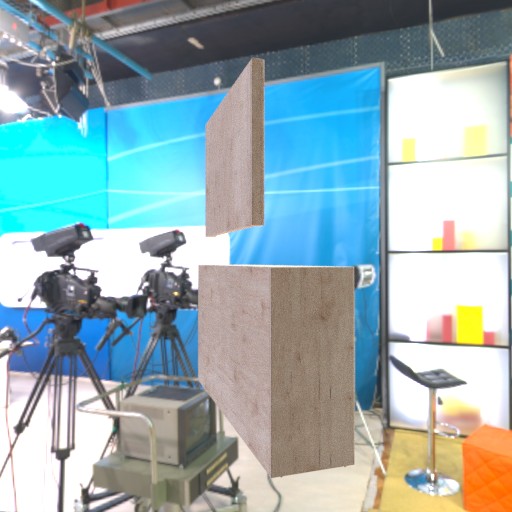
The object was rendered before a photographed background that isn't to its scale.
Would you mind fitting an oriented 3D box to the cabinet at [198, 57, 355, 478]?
[{"bbox_3d":[0.000,0.000,2.828,0.420,1.981,1.700,0,-1,-18],"label":"cabinet"}]
